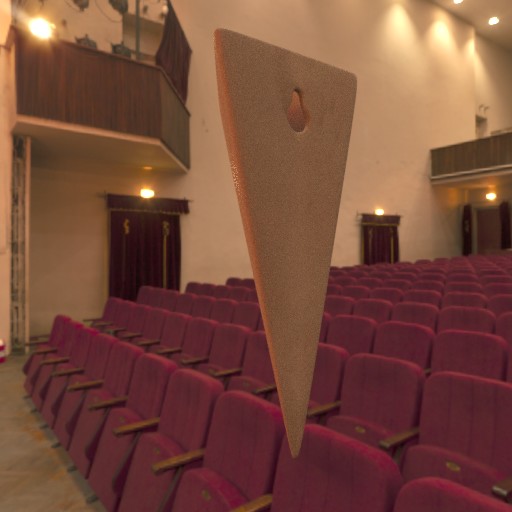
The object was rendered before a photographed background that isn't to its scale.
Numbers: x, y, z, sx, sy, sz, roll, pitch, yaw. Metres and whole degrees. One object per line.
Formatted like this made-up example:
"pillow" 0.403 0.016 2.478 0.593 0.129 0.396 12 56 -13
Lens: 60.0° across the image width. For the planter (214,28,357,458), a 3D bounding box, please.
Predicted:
"planter" 0.000 0.000 0.276 0.101 0.224 0.081 0 0 -36
